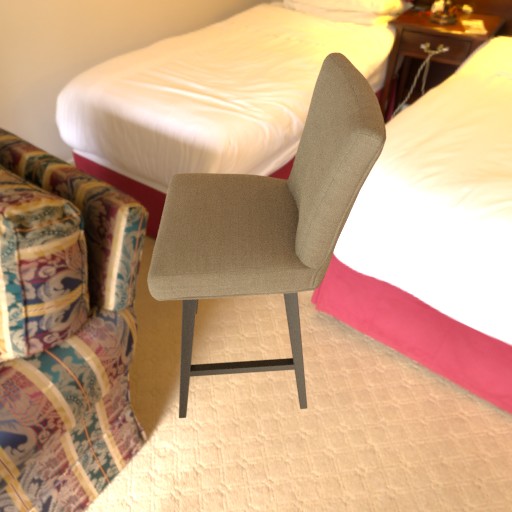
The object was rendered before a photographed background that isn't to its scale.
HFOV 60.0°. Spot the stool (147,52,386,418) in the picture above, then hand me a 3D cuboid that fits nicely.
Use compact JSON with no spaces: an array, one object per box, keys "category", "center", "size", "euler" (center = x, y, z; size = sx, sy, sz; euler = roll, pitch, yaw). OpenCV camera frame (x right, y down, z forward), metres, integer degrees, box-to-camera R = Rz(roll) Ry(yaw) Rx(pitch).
[{"category":"stool","center":[0.000,0.000,1.408],"size":[0.574,1.086,0.514],"euler":[-1,42,-1]}]
